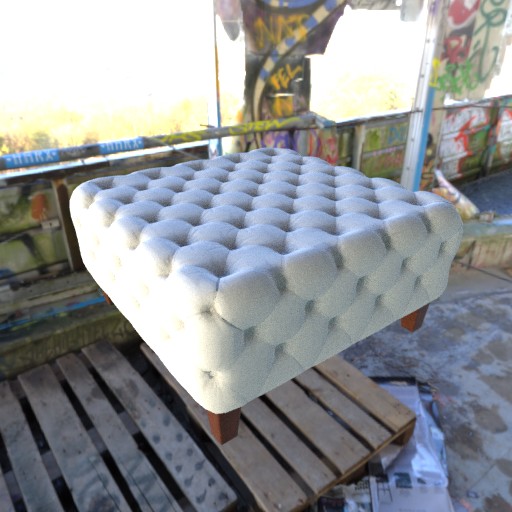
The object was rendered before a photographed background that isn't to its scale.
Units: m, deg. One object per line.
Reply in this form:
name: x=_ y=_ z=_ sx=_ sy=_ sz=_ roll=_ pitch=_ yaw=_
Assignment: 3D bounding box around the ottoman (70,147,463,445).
ottoman: x=0.000 y=0.000 z=1.202 sx=0.753 sy=0.376 sz=0.755 roll=-19 pitch=33 yaw=-32
